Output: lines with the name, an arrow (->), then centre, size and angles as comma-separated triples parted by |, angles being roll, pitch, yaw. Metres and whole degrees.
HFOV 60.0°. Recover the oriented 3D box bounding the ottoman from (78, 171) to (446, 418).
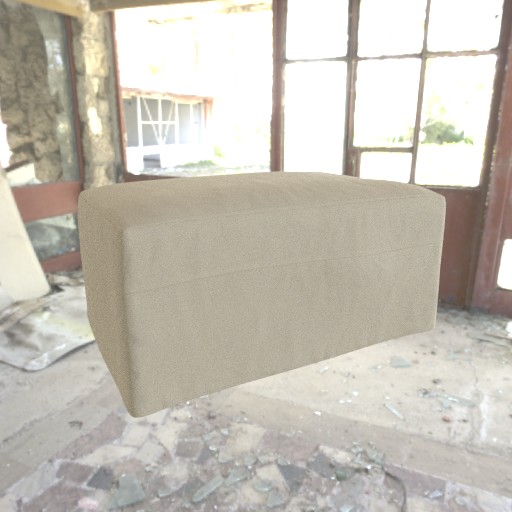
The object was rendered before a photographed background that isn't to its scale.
ottoman -> 0.000, 0.000, 1.229 | 0.872, 0.444, 0.590 | -9, 18, -27
